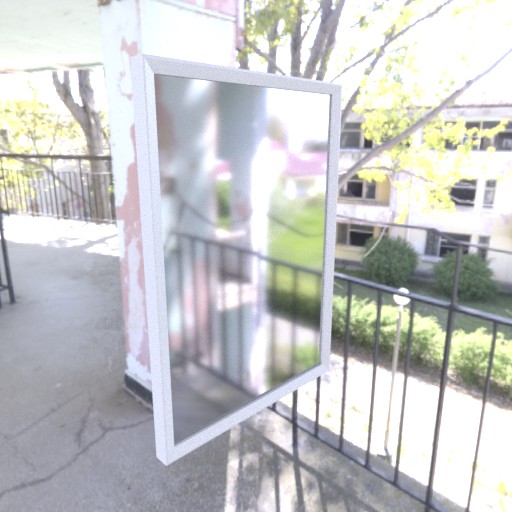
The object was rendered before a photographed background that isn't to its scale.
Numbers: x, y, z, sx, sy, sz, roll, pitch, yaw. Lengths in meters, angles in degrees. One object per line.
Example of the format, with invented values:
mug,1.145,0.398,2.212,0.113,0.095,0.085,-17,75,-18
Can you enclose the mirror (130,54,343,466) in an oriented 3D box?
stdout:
mirror,0.000,0.000,0.922,0.507,0.710,0.039,-14,20,-43
